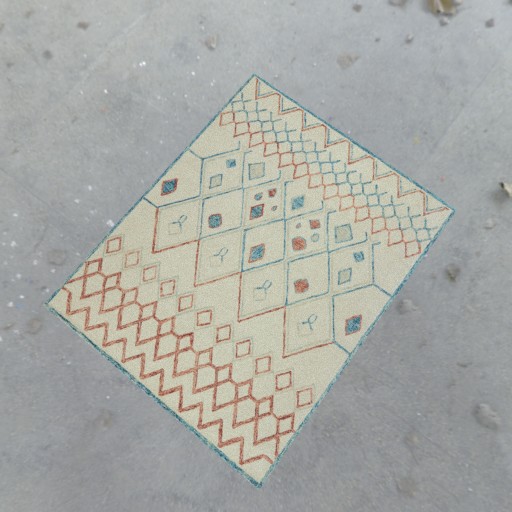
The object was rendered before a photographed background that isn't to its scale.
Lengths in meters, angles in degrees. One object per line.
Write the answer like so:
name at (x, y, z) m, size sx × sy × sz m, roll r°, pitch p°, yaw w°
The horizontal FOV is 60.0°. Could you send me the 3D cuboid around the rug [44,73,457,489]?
rug at (0.000, 0.000, 4.074) m, size 2.441 × 0.016 × 3.050 m, roll 37°, pitch 78°, yaw 9°
